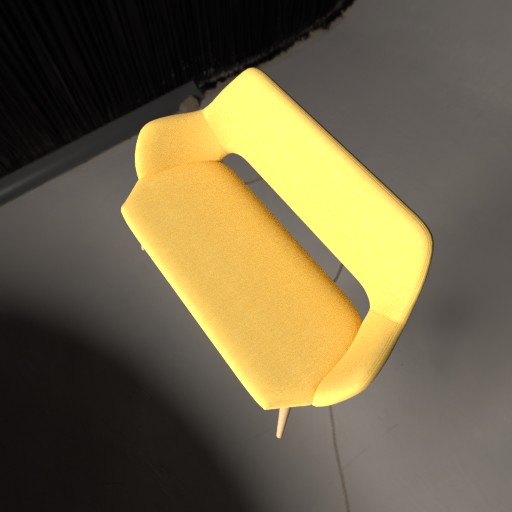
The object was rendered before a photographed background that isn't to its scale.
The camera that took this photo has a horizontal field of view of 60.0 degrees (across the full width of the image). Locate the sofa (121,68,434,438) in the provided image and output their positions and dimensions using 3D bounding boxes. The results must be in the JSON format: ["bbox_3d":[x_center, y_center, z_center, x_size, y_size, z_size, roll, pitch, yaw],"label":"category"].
[{"bbox_3d":[0.000,0.000,1.596,0.610,0.840,1.150,-34,69,-15],"label":"sofa"}]
